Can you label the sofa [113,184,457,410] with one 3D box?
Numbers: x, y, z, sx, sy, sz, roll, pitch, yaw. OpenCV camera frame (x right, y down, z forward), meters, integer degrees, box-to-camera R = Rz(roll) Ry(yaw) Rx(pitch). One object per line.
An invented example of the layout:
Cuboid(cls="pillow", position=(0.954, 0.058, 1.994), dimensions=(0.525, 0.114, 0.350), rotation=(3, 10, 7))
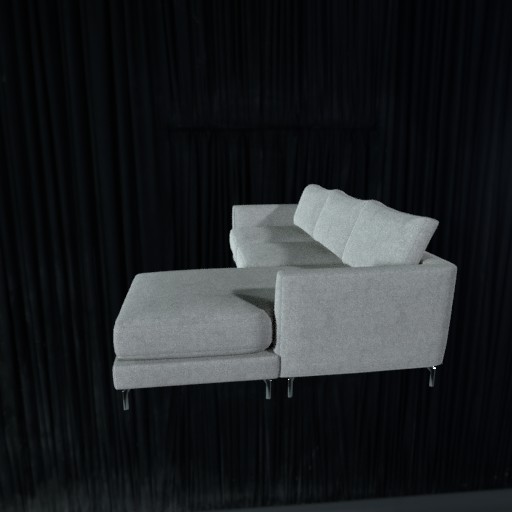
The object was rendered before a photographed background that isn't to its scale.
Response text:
Cuboid(cls="sofa", position=(0.000, 0.000, 3.159), dimensions=(1.626, 0.864, 2.438), rotation=(-2, 14, -8))
